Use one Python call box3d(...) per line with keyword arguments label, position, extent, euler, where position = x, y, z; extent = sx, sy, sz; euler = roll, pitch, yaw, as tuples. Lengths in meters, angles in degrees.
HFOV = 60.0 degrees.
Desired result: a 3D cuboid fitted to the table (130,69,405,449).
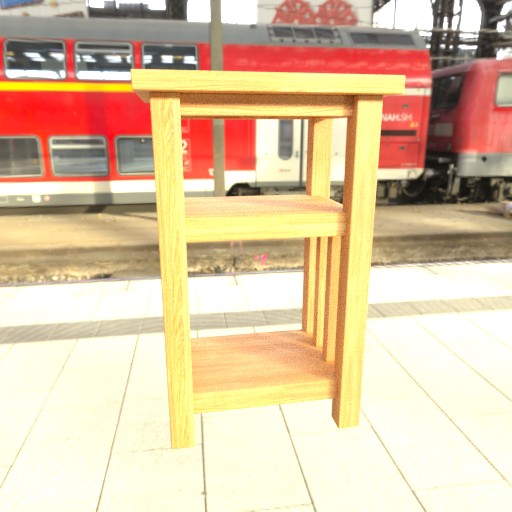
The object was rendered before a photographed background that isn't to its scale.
box3d(label="table", position=(0.000, 0.000, 0.753), extent=(0.350, 0.550, 0.270), euler=(-3, 16, -10))
